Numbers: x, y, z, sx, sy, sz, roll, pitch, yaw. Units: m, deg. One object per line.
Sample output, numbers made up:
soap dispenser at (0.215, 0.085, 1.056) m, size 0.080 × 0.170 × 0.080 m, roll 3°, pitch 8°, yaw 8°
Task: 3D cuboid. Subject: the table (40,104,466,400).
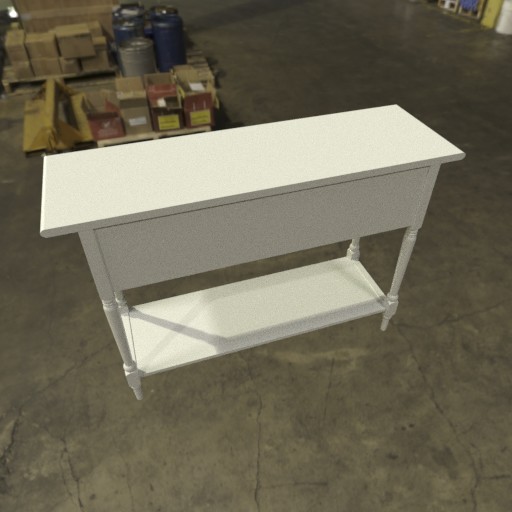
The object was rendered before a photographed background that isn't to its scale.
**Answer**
table at (0.000, 0.000, 1.581) m, size 1.197 × 0.808 × 0.384 m, roll -12°, pitch 43°, yaw -14°
